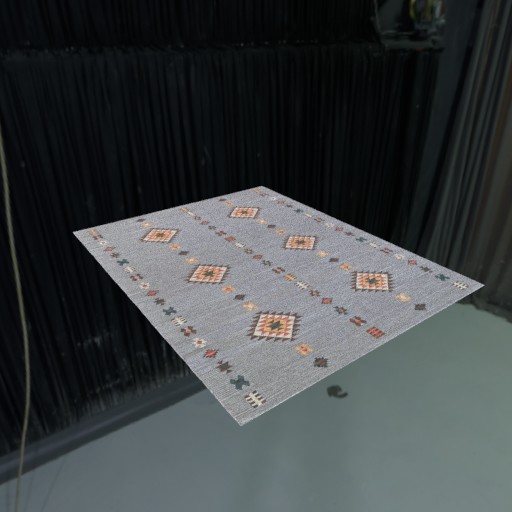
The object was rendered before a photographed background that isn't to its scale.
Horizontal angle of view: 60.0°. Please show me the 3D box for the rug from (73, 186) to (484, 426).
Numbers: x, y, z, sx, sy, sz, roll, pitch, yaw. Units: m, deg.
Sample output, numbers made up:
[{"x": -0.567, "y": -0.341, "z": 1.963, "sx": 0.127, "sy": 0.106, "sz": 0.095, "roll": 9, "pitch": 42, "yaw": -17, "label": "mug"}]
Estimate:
[{"x": 0.000, "y": 0.000, "z": 4.087, "sx": 2.425, "sy": 0.008, "sz": 3.035, "roll": -19, "pitch": 33, "yaw": -31, "label": "rug"}]
